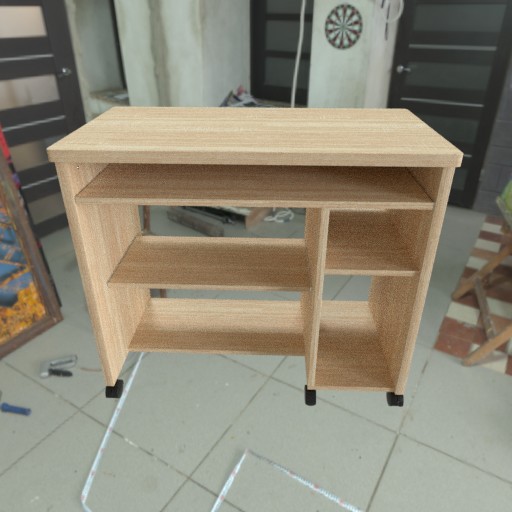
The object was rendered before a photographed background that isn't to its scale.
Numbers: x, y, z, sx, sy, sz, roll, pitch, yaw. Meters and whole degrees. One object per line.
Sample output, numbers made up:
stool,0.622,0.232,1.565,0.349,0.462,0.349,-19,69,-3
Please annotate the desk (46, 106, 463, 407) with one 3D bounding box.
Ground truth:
desk,0.000,0.000,1.327,0.884,0.770,0.480,1,29,2
